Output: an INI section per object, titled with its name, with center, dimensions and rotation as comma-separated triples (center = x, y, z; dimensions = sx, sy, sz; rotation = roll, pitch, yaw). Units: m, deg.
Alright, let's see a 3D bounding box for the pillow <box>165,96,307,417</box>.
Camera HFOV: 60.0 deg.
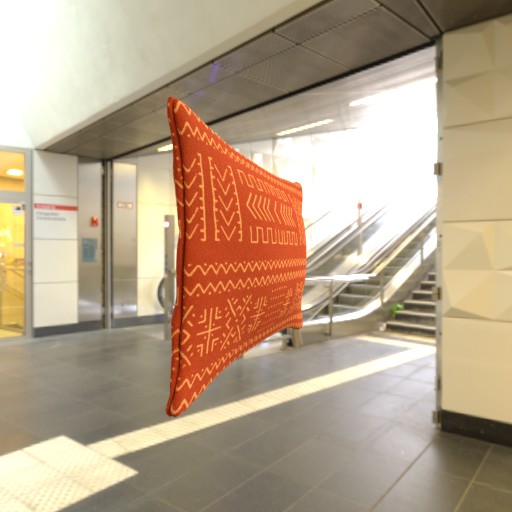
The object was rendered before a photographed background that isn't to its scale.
[pillow]
center = 0.000, 0.000, 0.779
dimensions = 0.130, 0.352, 0.640
rotation = 0, 0, 18
